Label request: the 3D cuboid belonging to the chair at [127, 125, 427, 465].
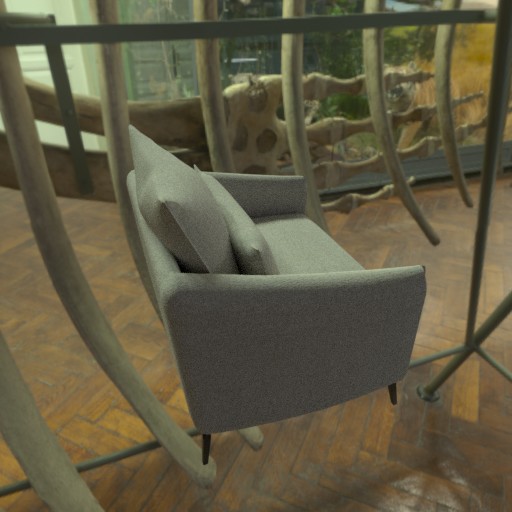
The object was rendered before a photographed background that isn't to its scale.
[{"bbox_3d":[0.000,0.000,1.647,0.801,0.856,1.029,-10,31,-17],"label":"chair"}]
